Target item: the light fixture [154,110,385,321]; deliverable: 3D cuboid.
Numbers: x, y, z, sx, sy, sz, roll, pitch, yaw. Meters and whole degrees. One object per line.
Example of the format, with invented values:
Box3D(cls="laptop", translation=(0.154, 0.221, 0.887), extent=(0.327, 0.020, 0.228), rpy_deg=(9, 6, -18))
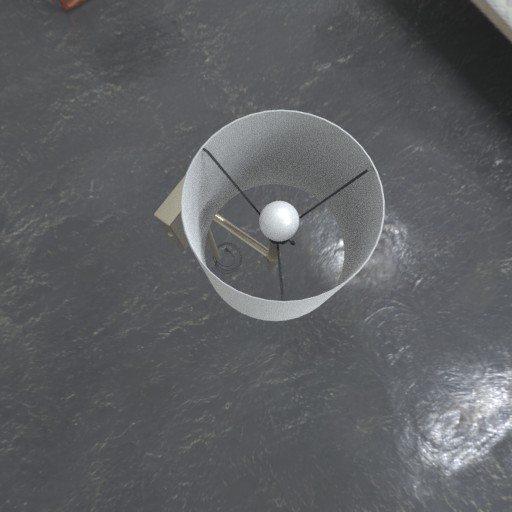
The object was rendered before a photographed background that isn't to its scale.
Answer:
Box3D(cls="light fixture", translation=(0.000, 0.000, 0.699), extent=(0.248, 0.589, 0.188), rpy_deg=(35, 79, 8))
